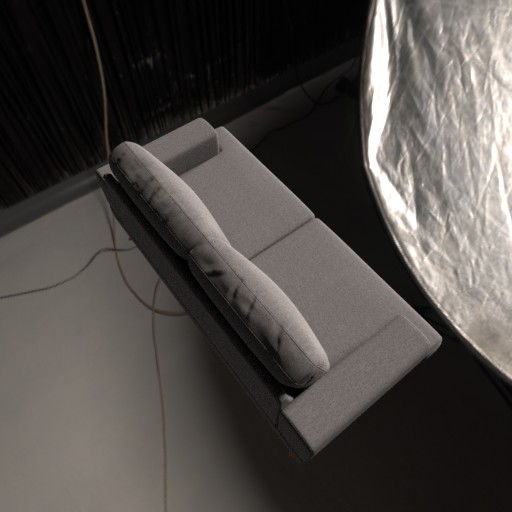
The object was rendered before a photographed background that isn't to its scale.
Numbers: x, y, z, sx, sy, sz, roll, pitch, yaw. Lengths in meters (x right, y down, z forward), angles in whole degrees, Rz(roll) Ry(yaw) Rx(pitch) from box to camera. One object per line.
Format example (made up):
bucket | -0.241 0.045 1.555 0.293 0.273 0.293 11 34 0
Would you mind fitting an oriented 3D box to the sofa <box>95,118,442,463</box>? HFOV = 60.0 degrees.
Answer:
sofa | 0.000 0.000 2.091 0.785 0.810 1.650 -33 64 -18
